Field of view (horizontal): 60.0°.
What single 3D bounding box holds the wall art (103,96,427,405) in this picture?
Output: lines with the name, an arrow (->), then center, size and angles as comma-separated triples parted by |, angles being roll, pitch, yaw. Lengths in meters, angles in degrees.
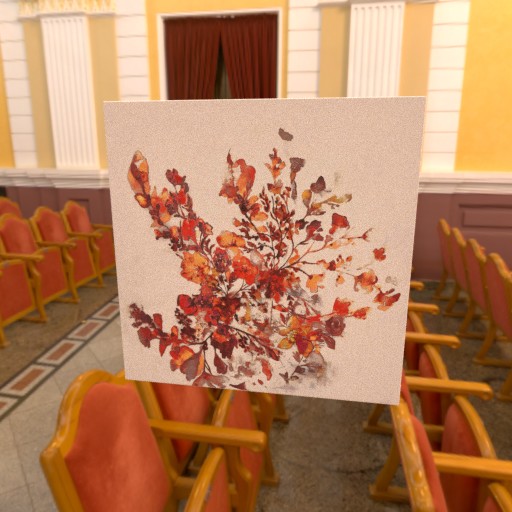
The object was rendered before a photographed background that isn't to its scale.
wall art -> 0.000, 0.000, 1.133 | 0.757, 0.757, 0.037 | 2, 15, 10
